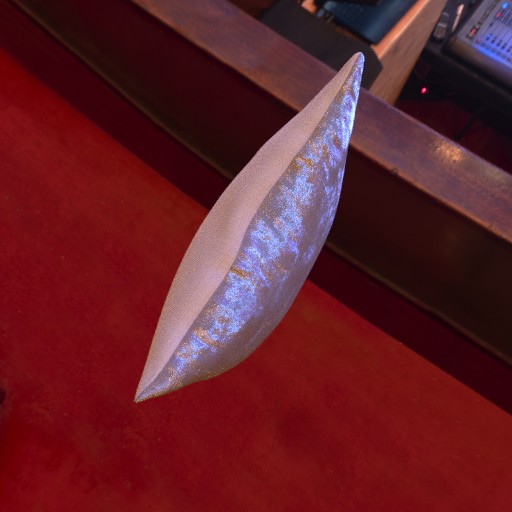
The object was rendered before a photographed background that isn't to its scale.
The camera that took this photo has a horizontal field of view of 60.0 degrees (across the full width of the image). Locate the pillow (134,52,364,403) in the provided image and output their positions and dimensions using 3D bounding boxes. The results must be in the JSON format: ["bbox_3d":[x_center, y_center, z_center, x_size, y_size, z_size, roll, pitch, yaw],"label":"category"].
[{"bbox_3d":[0.000,0.000,0.701,0.175,0.464,0.470,32,79,7],"label":"pillow"}]
